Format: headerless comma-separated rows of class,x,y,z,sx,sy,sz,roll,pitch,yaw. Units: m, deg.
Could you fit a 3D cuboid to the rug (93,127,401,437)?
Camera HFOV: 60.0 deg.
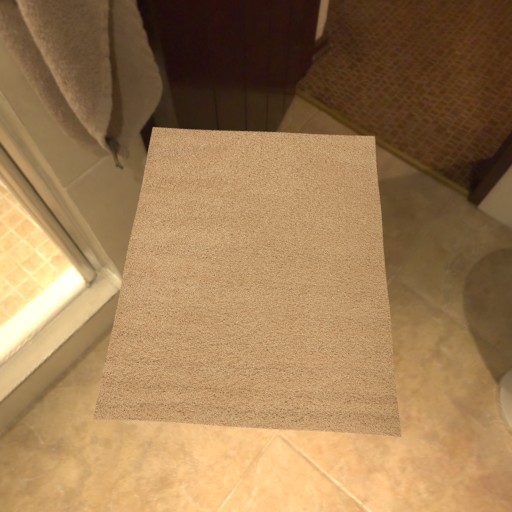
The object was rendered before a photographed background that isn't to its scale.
rug,0.000,0.000,4.120,2.400,0.026,3.000,3,63,1
